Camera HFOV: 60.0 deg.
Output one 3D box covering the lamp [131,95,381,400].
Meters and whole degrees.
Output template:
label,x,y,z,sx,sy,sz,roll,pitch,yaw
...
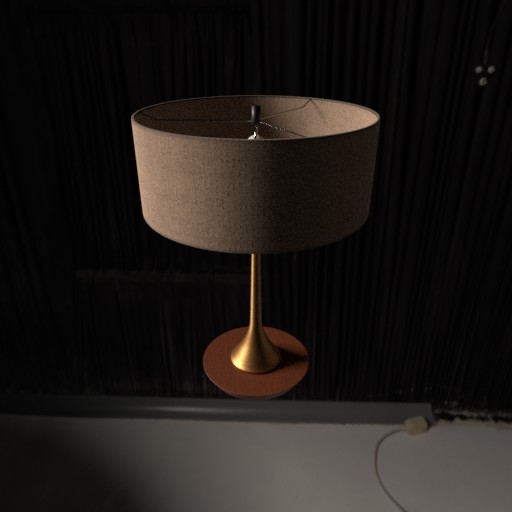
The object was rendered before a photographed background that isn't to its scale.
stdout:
label,x,y,z,sx,sy,sz,roll,pitch,yaw
lamp,0.000,0.000,0.847,0.396,0.551,0.417,0,27,1
